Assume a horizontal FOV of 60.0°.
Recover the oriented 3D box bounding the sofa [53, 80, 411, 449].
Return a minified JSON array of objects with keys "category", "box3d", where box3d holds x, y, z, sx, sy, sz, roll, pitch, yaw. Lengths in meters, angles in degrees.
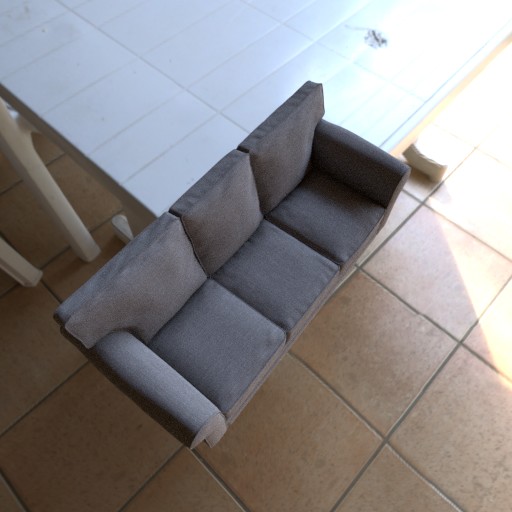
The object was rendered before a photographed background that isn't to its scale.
[{"category":"sofa","box3d":[0.000,0.000,2.629,0.916,0.961,2.084,34,65,18]}]
